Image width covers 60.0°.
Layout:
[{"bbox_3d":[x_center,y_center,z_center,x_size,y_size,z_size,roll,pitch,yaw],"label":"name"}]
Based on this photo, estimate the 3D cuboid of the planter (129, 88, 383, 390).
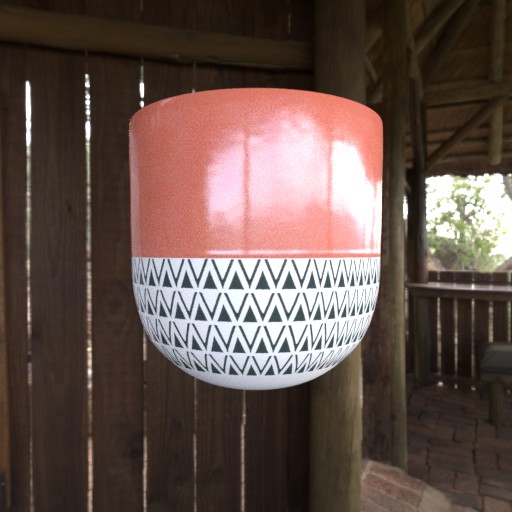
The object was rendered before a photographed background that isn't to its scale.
[{"bbox_3d":[0.000,0.000,0.485,0.266,0.270,0.266,0,1,0],"label":"planter"}]
